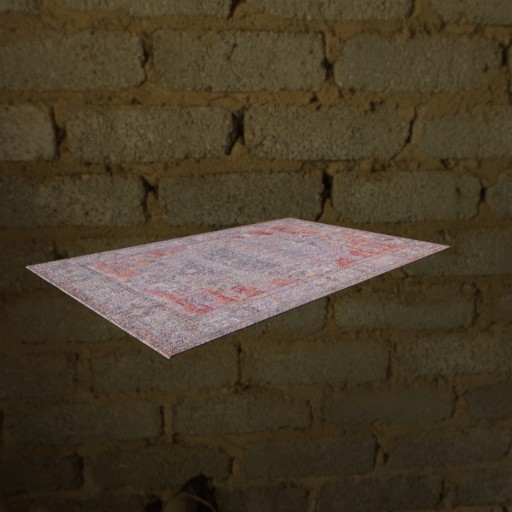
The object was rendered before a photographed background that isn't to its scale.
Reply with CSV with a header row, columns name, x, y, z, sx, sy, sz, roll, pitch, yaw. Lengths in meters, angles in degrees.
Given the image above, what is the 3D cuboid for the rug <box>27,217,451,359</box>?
name,x,y,z,sx,sy,sz,roll,pitch,yaw
rug,0.000,0.000,2.267,1.829,0.005,1.219,-14,21,-42
